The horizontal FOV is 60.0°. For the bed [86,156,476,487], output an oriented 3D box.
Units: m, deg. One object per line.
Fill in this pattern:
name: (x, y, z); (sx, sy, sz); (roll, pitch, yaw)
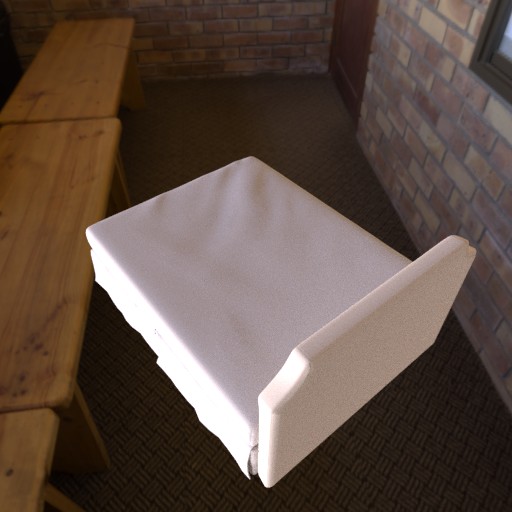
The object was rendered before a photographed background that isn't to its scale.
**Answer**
bed: (0.000, 0.000, 3.538); (1.977, 1.293, 2.498); (-30, 52, -27)
